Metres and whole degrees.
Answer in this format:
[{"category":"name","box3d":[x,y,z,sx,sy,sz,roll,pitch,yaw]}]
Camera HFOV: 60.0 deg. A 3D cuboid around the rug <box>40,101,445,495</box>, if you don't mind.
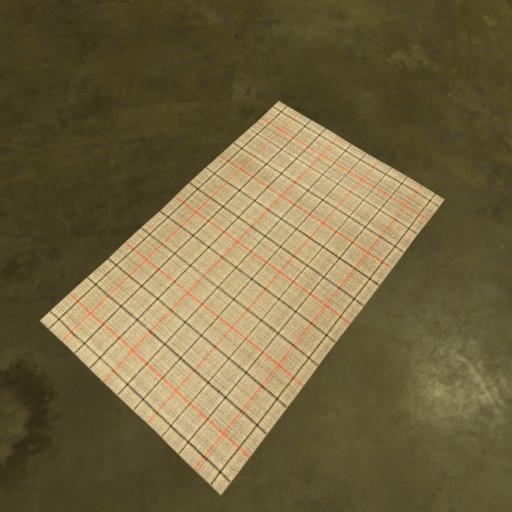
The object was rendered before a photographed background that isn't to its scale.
[{"category":"rug","box3d":[0.000,0.000,2.996,1.524,0.015,2.439,36,69,17]}]
